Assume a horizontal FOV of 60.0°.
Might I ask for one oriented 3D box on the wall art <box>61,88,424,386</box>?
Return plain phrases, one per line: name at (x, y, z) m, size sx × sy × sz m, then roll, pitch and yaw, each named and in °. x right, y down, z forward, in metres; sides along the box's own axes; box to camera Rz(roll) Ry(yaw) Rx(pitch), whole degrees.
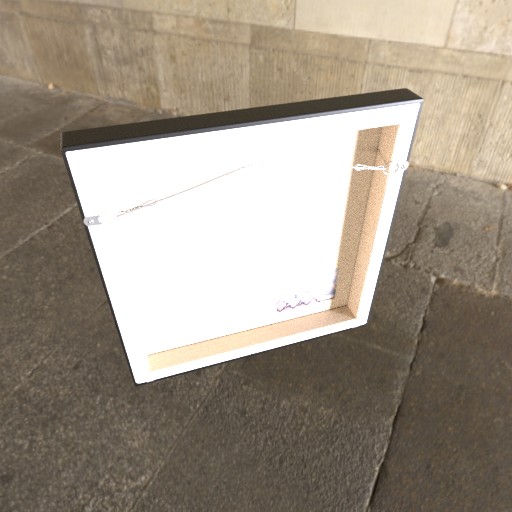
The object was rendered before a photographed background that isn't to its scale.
wall art at (0.000, 0.000, 0.616) m, size 0.406 × 0.407 × 0.041 m, roll -12°, pitch 42°, yaw -13°
